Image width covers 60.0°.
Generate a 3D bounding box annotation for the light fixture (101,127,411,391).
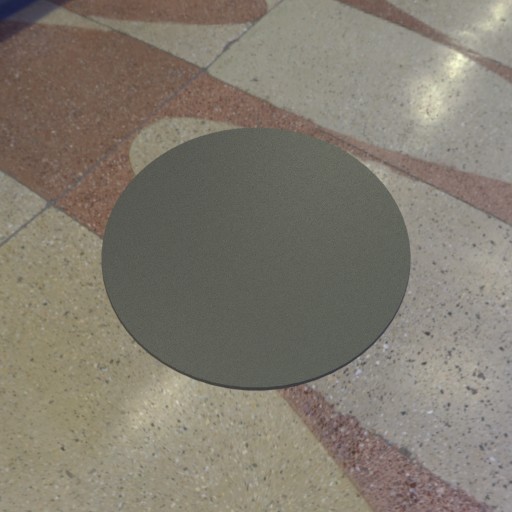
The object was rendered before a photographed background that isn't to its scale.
[{"bbox_3d":[0.000,0.000,0.575,0.368,0.100,0.368,0,59,0],"label":"light fixture"}]
